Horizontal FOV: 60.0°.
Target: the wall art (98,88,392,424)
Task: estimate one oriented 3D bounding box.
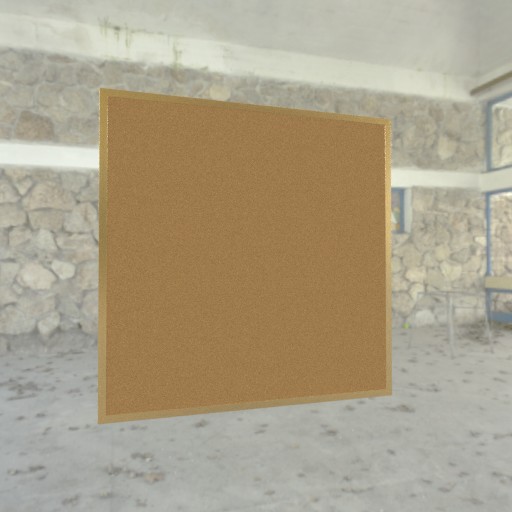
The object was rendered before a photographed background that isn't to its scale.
[{"bbox_3d":[0.000,0.000,0.762,0.509,0.509,0.040,0,-1,-17],"label":"wall art"}]
